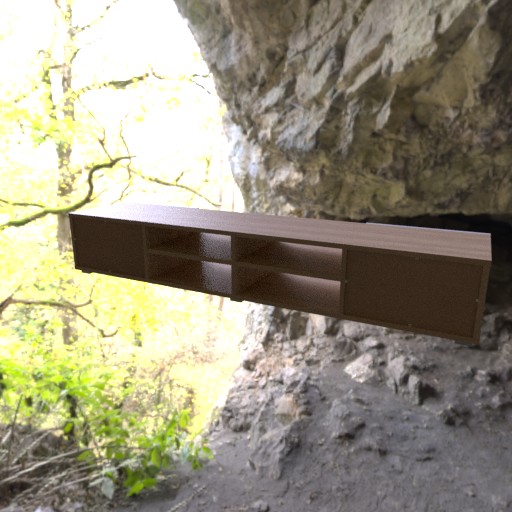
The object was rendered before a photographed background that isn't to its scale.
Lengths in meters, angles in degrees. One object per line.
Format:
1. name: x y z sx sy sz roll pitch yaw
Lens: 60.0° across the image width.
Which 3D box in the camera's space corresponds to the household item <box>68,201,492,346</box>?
1. household item: 0.000 0.000 2.000 1.850 0.310 0.420 8 18 25
